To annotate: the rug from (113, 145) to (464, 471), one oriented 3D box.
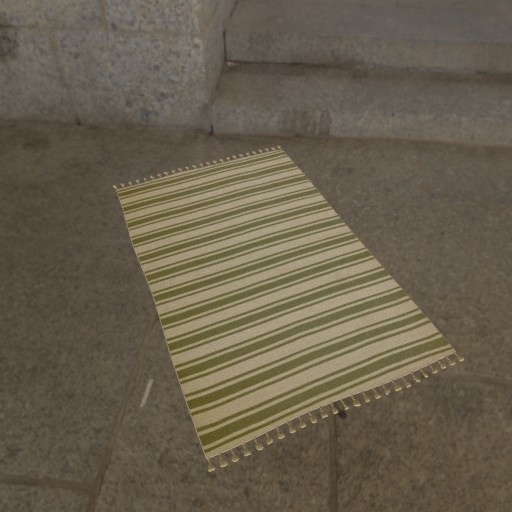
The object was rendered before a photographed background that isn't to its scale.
[{"bbox_3d":[0.000,0.000,2.343,1.162,0.013,1.875,-17,48,-16],"label":"rug"}]
